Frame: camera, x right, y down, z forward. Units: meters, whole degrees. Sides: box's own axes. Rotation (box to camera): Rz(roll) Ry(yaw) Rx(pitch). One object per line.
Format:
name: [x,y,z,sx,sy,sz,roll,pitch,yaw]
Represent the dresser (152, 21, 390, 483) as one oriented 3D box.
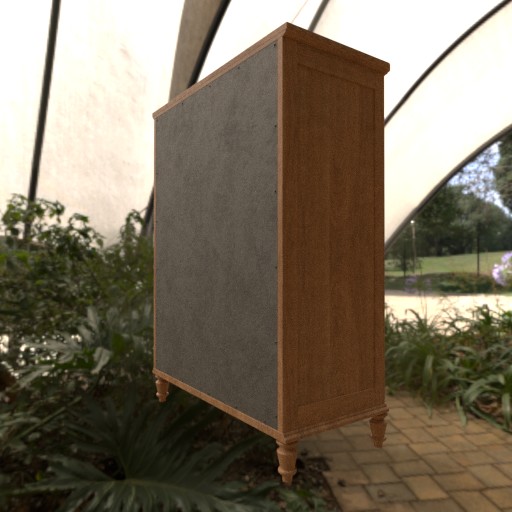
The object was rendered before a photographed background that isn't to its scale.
dresser: [0.000,0.000,1.783,0.484,1.318,0.973,0,0,-36]
